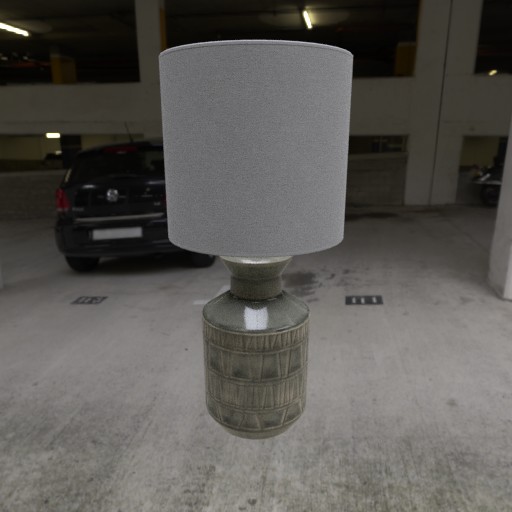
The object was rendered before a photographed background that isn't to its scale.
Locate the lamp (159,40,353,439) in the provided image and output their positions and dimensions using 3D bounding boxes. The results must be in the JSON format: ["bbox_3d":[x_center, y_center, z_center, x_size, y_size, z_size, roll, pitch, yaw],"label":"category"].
[{"bbox_3d":[0.000,0.000,0.554,0.211,0.455,0.211,3,16,10],"label":"lamp"}]
